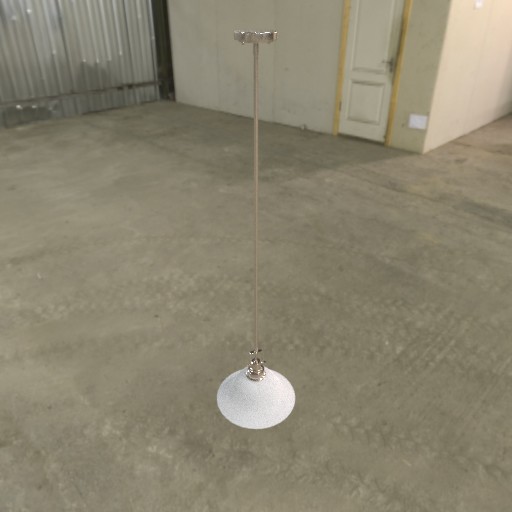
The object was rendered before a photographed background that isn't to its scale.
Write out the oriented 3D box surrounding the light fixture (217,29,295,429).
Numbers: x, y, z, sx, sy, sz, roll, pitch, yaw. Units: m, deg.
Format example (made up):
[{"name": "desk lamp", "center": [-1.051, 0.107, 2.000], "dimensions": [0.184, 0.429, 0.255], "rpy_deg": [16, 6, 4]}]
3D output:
[{"name": "light fixture", "center": [0.000, 0.000, 1.492], "dimensions": [0.324, 1.354, 0.324], "rpy_deg": [-9, 32, -15]}]
